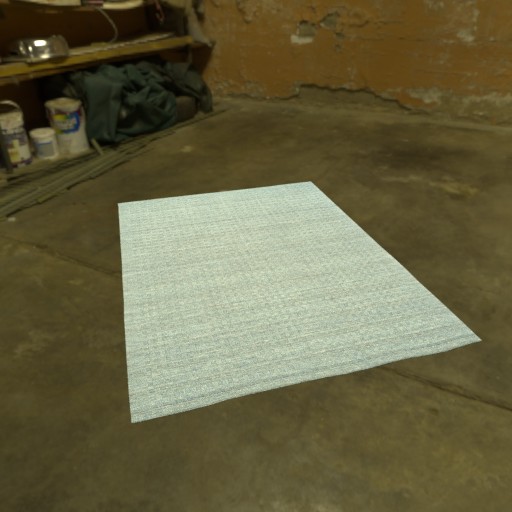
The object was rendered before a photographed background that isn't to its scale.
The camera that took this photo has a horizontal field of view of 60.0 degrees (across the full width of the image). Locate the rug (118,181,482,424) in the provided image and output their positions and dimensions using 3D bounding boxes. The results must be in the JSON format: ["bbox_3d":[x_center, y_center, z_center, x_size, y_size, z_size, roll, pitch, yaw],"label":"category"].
[{"bbox_3d":[0.000,0.000,4.162,2.443,0.007,3.200,-9,32,-14],"label":"rug"}]
